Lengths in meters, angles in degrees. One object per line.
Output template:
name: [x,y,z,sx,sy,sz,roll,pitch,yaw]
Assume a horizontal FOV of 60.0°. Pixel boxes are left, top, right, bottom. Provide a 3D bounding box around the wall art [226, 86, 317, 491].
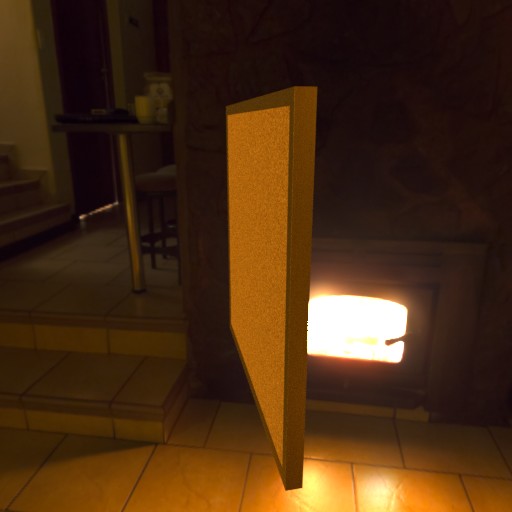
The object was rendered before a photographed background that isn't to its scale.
wall art: [0.000,0.000,1.150,0.036,0.765,0.767,-3,17,-11]
